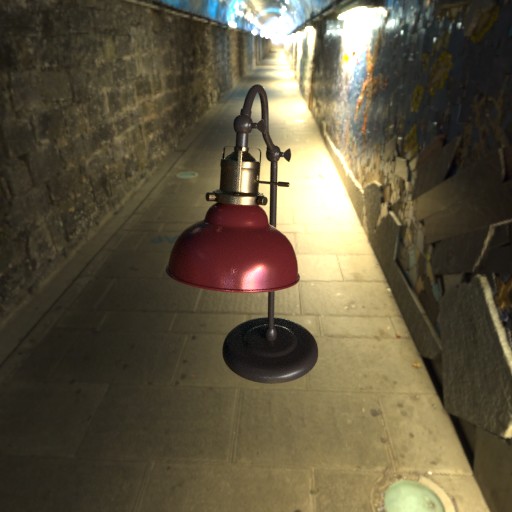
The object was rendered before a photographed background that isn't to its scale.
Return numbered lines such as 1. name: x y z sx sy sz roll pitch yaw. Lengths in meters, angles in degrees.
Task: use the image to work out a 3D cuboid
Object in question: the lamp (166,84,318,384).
1. lamp: 0.000 0.000 0.701 0.192 0.508 0.374 8 27 16
